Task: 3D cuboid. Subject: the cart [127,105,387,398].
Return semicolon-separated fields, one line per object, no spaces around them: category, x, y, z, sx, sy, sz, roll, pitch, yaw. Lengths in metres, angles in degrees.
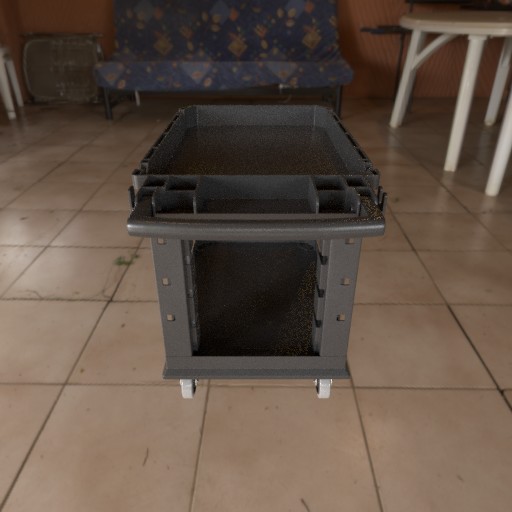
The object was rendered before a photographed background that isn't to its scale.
cart;0.000;0.000;1.702;0.674;0.884;1.239;0;29;0
